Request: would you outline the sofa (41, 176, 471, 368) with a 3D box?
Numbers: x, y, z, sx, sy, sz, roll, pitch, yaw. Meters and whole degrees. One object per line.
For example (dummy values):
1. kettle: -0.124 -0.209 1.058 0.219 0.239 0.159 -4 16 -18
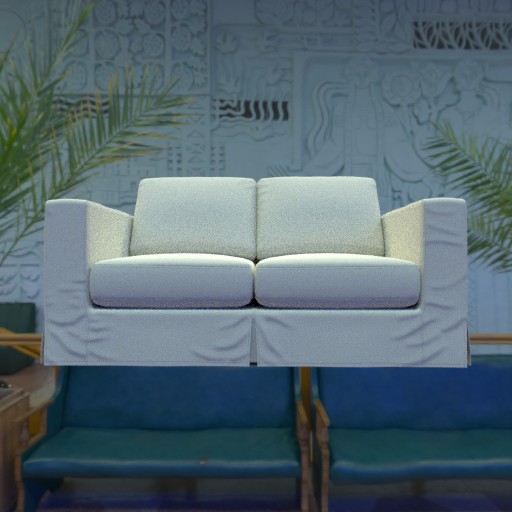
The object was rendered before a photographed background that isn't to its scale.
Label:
1. sofa: 0.000 0.000 2.341 1.813 0.932 1.009 0 -1 1
